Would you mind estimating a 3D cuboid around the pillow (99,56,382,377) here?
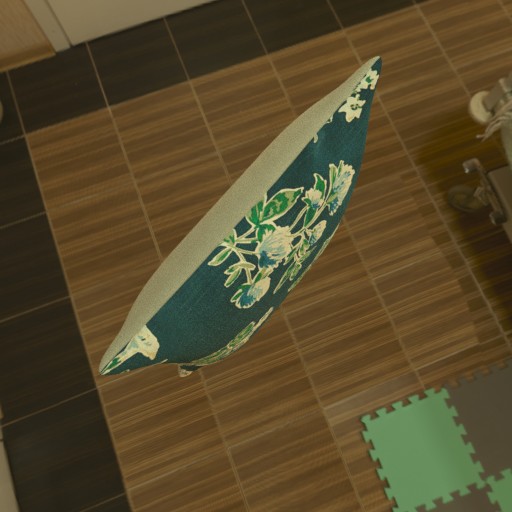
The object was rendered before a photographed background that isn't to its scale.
[{"bbox_3d":[0.000,0.000,0.773,0.166,0.508,0.525,39,79,9],"label":"pillow"}]
